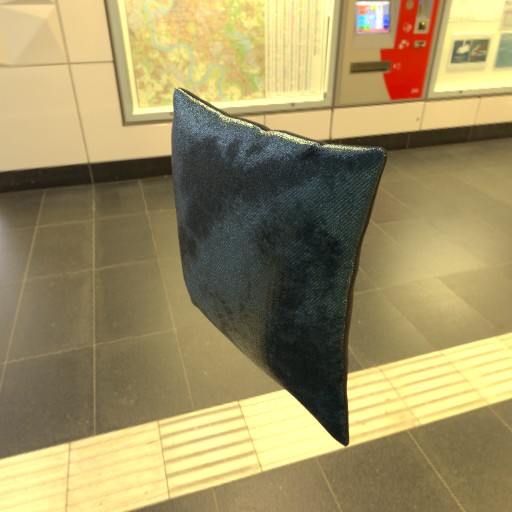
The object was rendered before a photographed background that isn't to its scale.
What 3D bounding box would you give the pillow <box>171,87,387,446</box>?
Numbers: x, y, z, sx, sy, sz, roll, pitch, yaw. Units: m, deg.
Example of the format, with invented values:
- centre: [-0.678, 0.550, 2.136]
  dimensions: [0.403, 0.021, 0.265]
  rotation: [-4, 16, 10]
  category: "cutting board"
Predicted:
- centre: [0.000, 0.000, 0.664]
  dimensions: [0.138, 0.430, 0.436]
  rotation: [-22, 38, -31]
  category: "pillow"
